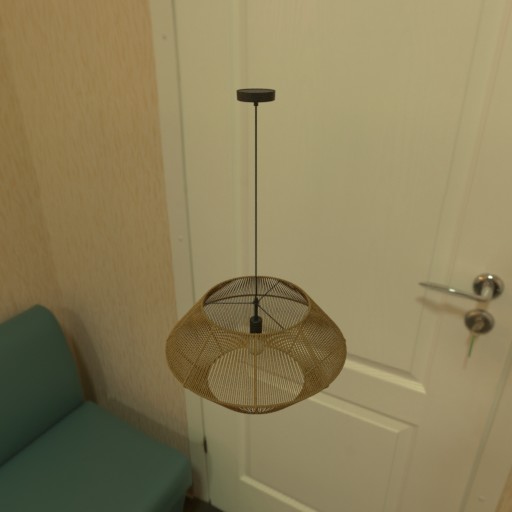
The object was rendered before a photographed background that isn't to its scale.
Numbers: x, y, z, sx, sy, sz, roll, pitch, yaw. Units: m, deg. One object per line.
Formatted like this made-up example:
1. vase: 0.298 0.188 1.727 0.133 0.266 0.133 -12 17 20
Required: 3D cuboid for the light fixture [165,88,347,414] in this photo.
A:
1. light fixture: 0.000 0.000 1.434 0.643 1.009 0.643 0 26 0
